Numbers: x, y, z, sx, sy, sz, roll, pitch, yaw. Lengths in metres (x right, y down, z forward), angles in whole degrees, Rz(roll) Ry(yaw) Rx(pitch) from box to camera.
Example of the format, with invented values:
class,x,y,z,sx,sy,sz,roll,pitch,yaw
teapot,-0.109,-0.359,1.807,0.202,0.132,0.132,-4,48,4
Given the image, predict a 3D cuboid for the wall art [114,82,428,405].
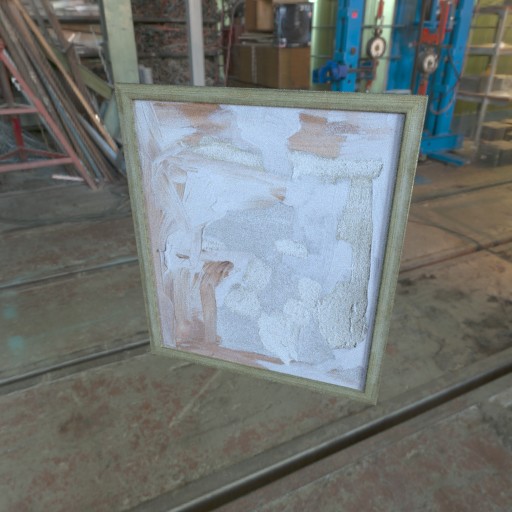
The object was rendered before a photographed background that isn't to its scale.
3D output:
class,x,y,z,sx,sy,sz,roll,pitch,yaw
wall art,0.000,0.000,0.785,0.483,0.559,0.009,9,29,16
